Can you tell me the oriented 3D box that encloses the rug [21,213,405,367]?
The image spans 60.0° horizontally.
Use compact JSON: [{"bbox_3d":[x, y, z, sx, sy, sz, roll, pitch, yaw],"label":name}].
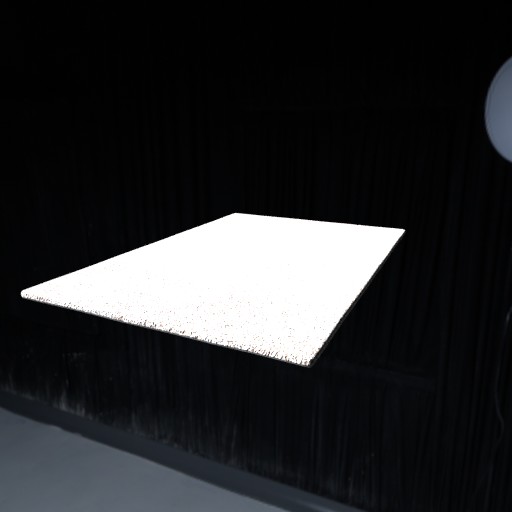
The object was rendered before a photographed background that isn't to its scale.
[{"bbox_3d":[0.000,0.000,2.265,1.219,0.030,1.778,8,18,25],"label":"rug"}]
